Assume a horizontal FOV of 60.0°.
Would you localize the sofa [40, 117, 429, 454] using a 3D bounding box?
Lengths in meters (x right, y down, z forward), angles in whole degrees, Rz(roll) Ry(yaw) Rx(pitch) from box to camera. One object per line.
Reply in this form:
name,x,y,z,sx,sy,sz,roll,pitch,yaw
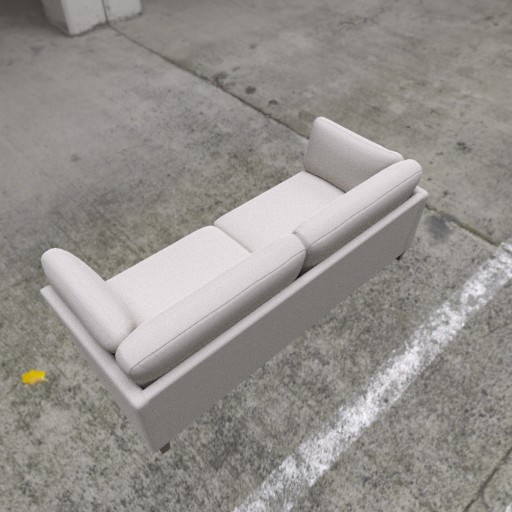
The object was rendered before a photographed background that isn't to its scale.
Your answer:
sofa,0.000,0.000,2.791,2.301,0.863,0.957,-33,54,-28
